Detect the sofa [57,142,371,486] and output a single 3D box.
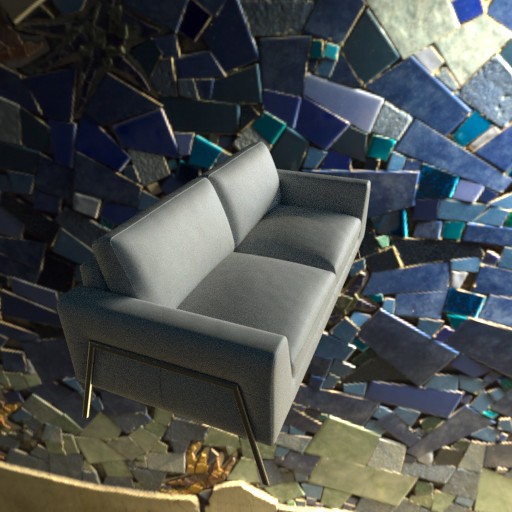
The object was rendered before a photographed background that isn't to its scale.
[{"bbox_3d":[0.000,0.000,2.520,0.953,0.875,2.017,11,30,19],"label":"sofa"}]
